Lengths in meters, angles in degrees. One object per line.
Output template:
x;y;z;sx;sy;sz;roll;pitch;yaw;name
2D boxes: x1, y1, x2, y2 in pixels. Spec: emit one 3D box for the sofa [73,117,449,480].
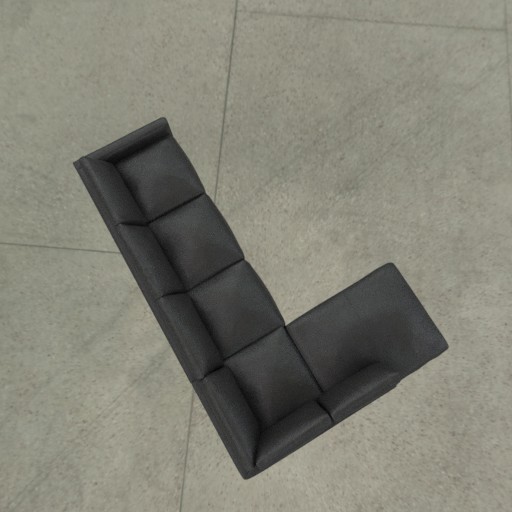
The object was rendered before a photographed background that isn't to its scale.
0.000;0.000;3.846;1.938;0.877;2.984;-30;78;-7;sofa
